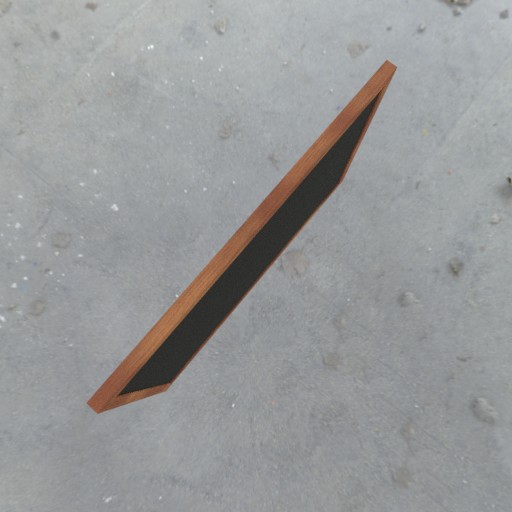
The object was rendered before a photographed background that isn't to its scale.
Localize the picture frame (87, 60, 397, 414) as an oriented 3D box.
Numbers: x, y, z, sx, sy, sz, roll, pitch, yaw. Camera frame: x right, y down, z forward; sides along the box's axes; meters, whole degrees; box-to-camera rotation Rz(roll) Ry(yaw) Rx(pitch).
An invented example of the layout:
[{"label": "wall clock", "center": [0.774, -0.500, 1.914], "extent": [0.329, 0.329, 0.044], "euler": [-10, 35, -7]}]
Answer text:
[{"label": "picture frame", "center": [0.000, 0.000, 1.214], "extent": [0.029, 0.640, 0.950], "euler": [39, 80, 8]}]
